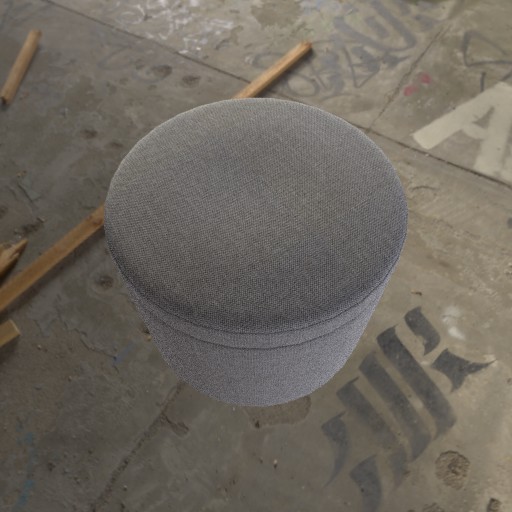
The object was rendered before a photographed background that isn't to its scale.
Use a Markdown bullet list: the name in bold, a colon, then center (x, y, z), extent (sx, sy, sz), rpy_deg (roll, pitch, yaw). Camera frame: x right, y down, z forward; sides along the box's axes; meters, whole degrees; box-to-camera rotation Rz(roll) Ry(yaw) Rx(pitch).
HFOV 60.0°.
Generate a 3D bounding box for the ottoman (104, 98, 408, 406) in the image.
- **ottoman**: center (0.000, 0.000, 0.889), extent (0.500, 0.419, 0.500), rpy_deg (0, 57, 0)
